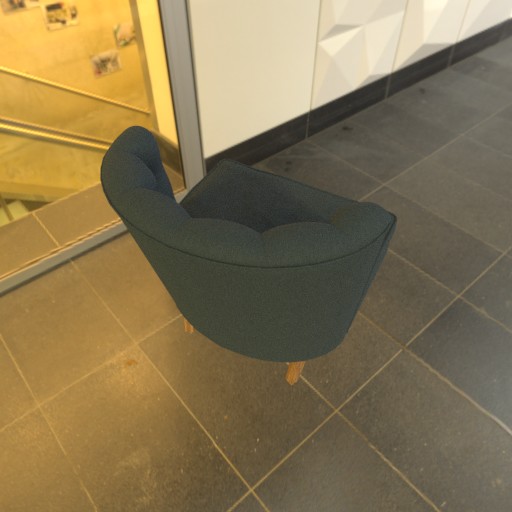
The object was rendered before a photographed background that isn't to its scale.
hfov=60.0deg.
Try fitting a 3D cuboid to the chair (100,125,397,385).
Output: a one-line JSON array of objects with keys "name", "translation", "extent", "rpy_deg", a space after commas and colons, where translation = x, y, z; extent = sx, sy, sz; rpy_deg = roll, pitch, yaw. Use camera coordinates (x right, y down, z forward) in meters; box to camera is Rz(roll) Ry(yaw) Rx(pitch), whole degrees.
[{"name": "chair", "translation": [0.000, 0.000, 1.365], "extent": [0.740, 0.771, 0.718], "rpy_deg": [22, 50, 20]}]
